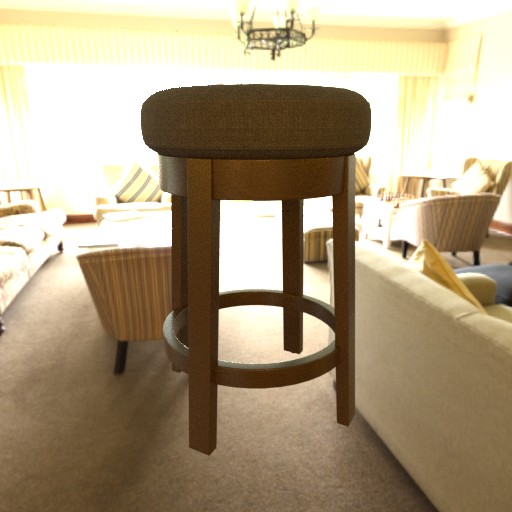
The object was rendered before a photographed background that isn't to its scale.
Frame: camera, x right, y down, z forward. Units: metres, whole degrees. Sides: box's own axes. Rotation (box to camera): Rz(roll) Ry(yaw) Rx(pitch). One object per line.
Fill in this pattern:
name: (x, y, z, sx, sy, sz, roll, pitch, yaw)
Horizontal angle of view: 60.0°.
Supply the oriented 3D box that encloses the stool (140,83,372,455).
stool: (0.000, 0.000, 0.923, 0.449, 0.655, 0.449, 0, 17, 0)
